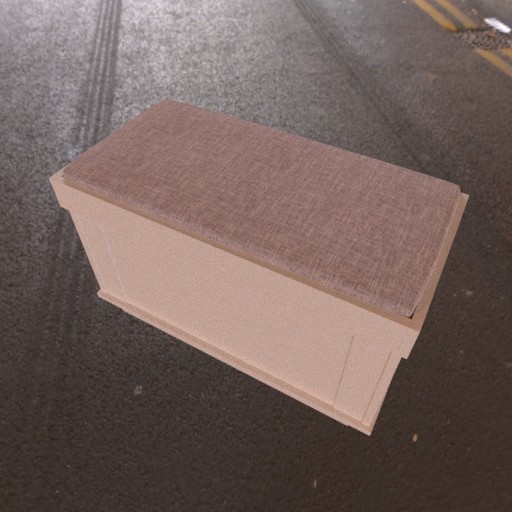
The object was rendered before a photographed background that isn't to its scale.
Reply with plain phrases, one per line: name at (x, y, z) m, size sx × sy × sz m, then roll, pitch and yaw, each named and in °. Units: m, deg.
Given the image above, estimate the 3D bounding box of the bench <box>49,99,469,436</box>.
bench at (0.000, 0.000, 1.006) m, size 0.734 × 0.461 × 0.362 m, roll 22°, pitch 51°, yaw 19°
